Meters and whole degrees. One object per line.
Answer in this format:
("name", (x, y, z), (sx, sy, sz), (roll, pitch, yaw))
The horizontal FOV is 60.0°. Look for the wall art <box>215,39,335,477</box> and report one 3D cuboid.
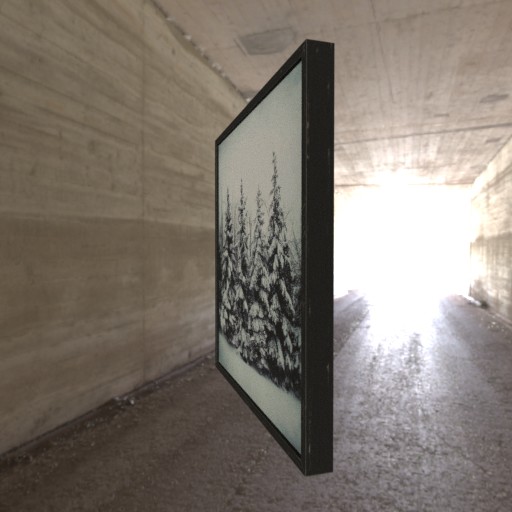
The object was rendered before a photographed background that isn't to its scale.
("wall art", (0.000, 0.000, 0.758), (0.036, 0.506, 0.506), (0, 1, -17))
